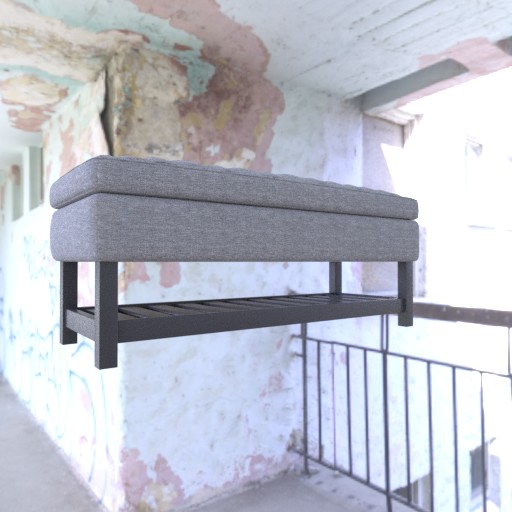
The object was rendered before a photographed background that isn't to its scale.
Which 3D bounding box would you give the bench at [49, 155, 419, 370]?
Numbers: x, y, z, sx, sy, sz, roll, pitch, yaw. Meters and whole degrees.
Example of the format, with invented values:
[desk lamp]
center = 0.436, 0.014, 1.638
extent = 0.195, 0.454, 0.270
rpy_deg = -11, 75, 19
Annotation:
[bench]
center = 0.000, 0.000, 1.347
extent = 1.100, 0.470, 0.429
rpy_deg = 0, -1, -36
